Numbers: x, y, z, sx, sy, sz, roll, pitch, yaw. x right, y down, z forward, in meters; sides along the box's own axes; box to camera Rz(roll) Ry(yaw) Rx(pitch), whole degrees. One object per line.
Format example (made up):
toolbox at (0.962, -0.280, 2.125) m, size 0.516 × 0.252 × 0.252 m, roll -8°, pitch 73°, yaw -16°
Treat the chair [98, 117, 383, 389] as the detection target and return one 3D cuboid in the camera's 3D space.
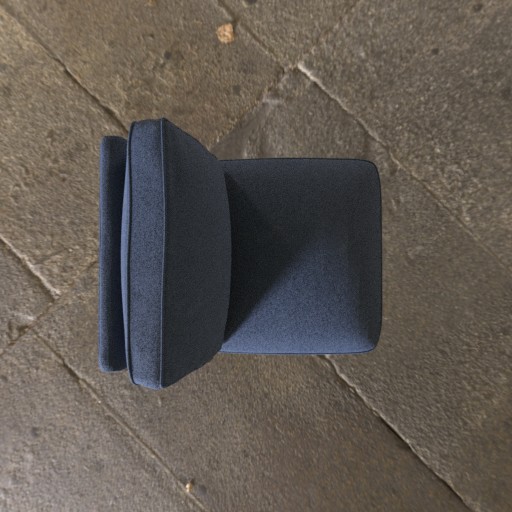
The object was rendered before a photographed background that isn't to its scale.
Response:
chair at (0.000, 0.000, 1.647) m, size 0.912 × 1.052 × 0.724 m, roll 0°, pitch 89°, yaw 0°
